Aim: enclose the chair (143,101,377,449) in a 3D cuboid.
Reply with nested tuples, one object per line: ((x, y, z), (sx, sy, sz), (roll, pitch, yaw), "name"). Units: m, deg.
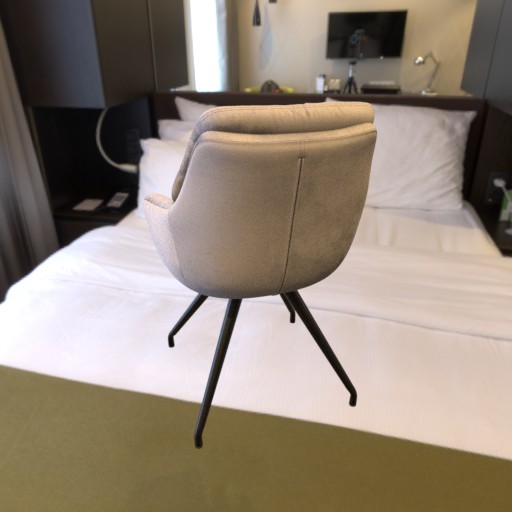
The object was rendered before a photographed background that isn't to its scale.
((0.000, 0.000, 1.274), (0.579, 0.888, 0.569), (-8, 27, -17), "chair")
